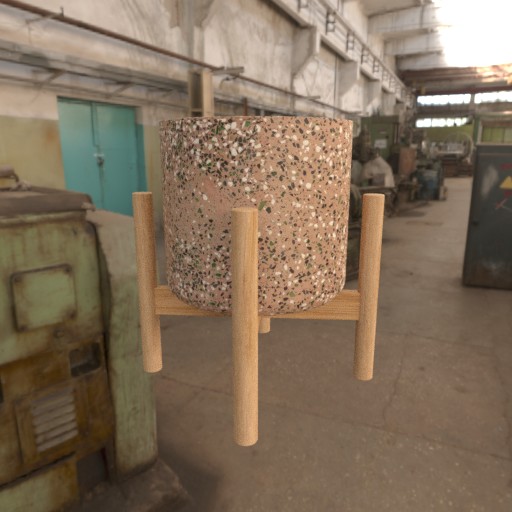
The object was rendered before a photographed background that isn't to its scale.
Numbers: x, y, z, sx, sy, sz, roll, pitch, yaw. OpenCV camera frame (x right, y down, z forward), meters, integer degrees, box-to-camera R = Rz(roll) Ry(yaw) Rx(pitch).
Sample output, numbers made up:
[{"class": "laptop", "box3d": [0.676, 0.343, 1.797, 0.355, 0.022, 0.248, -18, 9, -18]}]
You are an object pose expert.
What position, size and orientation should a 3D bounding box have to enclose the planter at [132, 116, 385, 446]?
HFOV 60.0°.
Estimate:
[{"class": "planter", "box3d": [0.000, 0.000, 0.556, 0.284, 0.320, 0.284, 7, 15, 26]}]
